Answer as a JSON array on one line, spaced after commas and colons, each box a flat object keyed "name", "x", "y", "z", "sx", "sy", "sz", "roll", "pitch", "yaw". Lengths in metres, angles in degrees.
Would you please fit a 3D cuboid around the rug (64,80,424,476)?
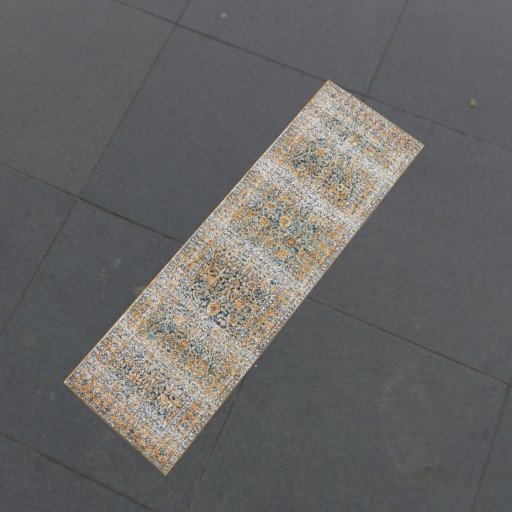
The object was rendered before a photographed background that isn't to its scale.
[{"name": "rug", "x": 0.000, "y": 0.000, "z": 2.443, "sx": 0.704, "sy": 0.014, "sz": 2.294, "roll": 38, "pitch": 79, "yaw": 9}]
